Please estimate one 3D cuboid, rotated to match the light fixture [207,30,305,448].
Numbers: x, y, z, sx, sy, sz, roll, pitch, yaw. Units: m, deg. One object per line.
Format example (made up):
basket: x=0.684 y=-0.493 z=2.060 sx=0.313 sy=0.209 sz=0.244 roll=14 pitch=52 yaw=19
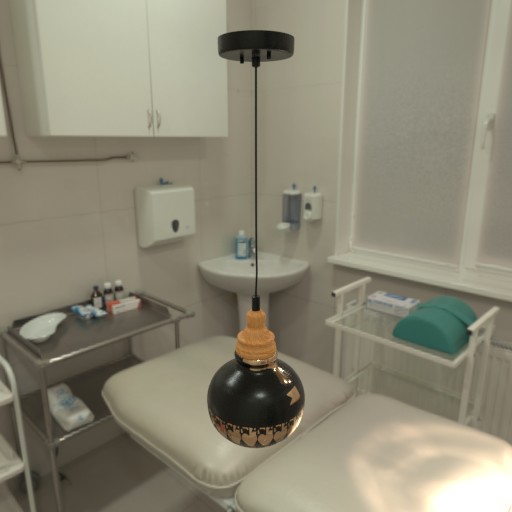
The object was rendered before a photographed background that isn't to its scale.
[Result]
light fixture: x=0.000 y=0.000 z=1.792 sx=0.430 sy=1.606 sz=0.430 roll=13 pitch=20 yaw=41
